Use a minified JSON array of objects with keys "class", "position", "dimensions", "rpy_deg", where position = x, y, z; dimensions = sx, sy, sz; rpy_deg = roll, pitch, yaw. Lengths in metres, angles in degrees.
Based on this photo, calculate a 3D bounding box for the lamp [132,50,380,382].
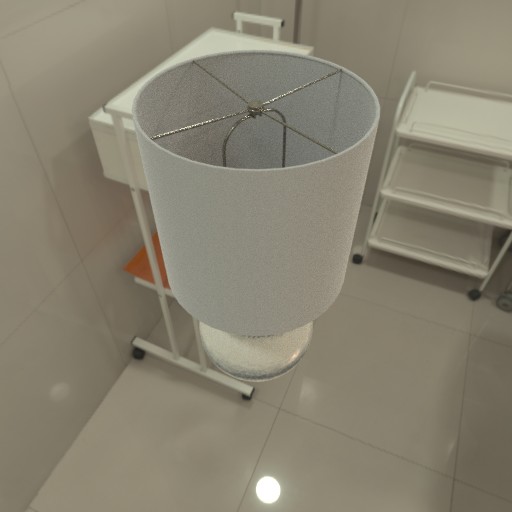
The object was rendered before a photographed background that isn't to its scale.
[{"class":"lamp","position":[0.000,0.000,0.539],"dimensions":[0.216,0.404,0.216],"rpy_deg":[17,49,16]}]
